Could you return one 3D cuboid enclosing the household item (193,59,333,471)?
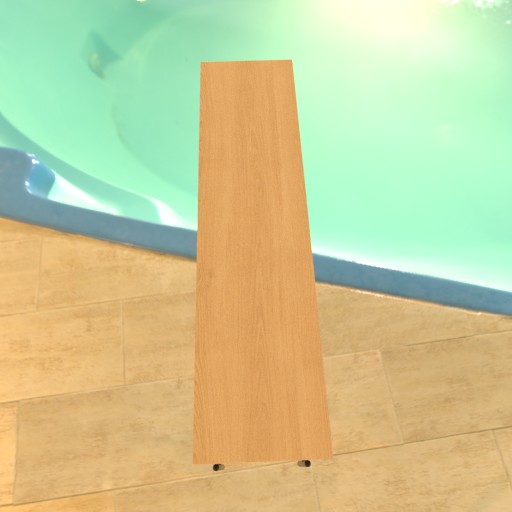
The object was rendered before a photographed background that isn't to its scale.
[{"bbox_3d":[0.000,0.000,1.787,0.400,0.600,1.550,-2,65,-1],"label":"household item"}]
